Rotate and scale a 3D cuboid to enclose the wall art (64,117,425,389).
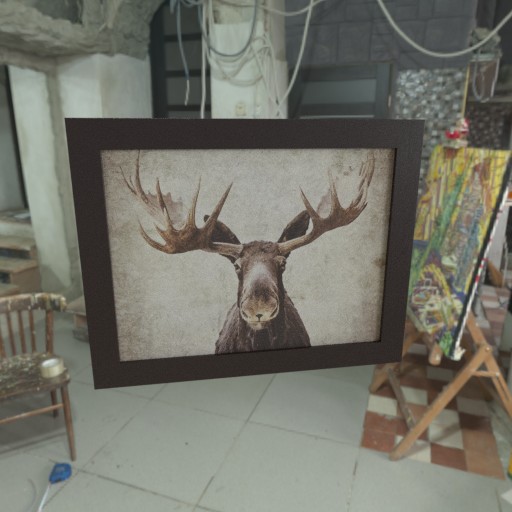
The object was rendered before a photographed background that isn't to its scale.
[{"bbox_3d":[0.000,0.000,1.610,1.207,0.952,0.034,-3,16,-9],"label":"wall art"}]
